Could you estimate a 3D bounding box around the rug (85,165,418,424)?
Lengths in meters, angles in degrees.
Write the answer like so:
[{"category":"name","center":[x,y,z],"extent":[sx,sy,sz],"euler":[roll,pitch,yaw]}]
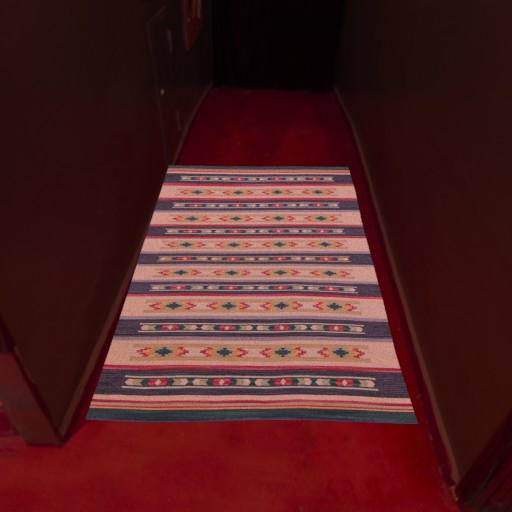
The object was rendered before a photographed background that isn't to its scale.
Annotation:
[{"category":"rug","center":[0.000,0.000,2.883],"extent":[1.522,0.010,2.311],"euler":[1,41,1]}]
